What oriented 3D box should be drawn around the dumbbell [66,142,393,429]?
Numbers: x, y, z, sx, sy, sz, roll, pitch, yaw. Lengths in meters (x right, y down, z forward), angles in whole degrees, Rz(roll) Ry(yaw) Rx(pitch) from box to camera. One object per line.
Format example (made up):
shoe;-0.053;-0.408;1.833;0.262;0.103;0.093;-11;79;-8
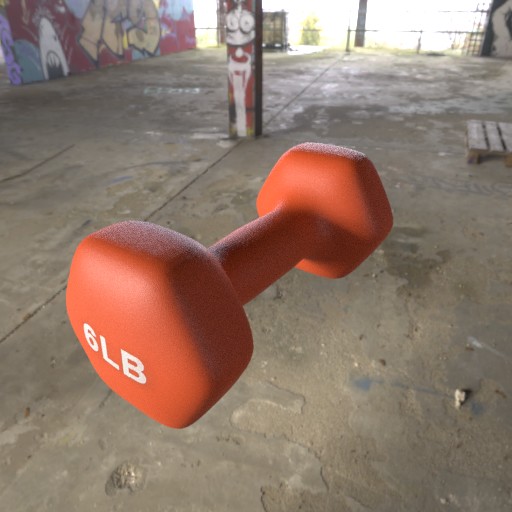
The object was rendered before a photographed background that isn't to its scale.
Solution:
dumbbell;0.000;0.000;0.205;0.079;0.071;0.162;21;36;32
